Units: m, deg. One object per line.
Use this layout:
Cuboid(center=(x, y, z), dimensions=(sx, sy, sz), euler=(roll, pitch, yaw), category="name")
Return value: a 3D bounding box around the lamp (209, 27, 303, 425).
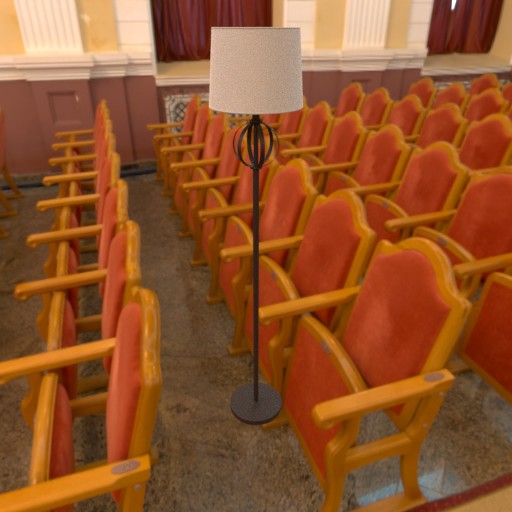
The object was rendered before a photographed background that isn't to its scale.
Cuboid(center=(0.000, 0.000, 1.595), dimensions=(0.286, 1.462, 0.286), euler=(-9, 29, -16), category="lamp")
